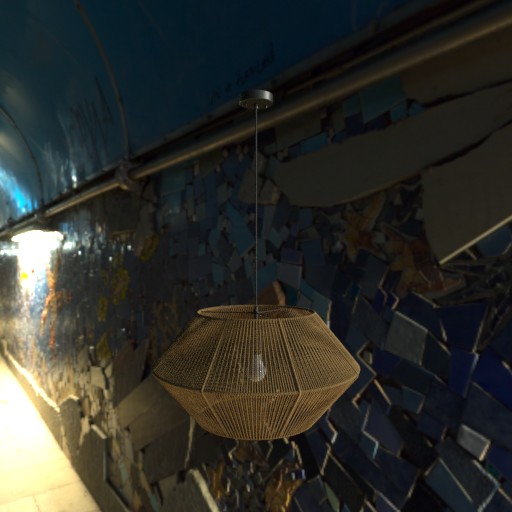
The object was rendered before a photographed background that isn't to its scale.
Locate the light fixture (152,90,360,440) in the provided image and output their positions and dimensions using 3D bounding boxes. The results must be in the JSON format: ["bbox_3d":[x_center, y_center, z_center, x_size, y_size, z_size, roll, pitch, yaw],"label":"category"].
[{"bbox_3d":[0.000,0.000,1.397,0.643,1.009,0.643,0,0,0],"label":"light fixture"}]
